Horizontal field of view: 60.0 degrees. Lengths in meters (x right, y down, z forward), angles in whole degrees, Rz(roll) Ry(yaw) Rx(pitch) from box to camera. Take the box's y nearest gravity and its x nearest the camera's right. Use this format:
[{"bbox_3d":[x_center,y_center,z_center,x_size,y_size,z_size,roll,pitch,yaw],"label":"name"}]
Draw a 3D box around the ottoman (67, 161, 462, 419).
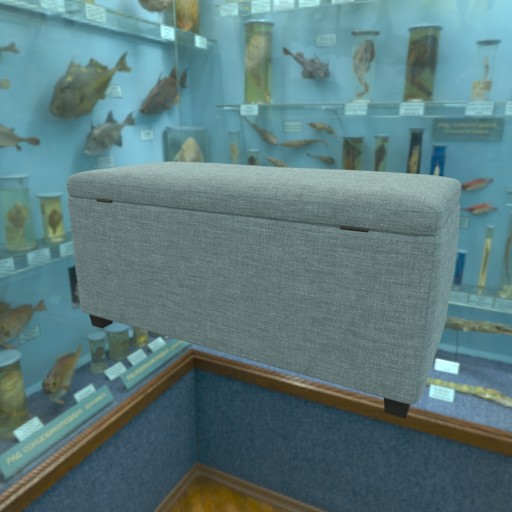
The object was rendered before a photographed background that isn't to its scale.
[{"bbox_3d":[0.000,0.000,1.122,0.902,0.432,0.419,9,19,27],"label":"ottoman"}]
